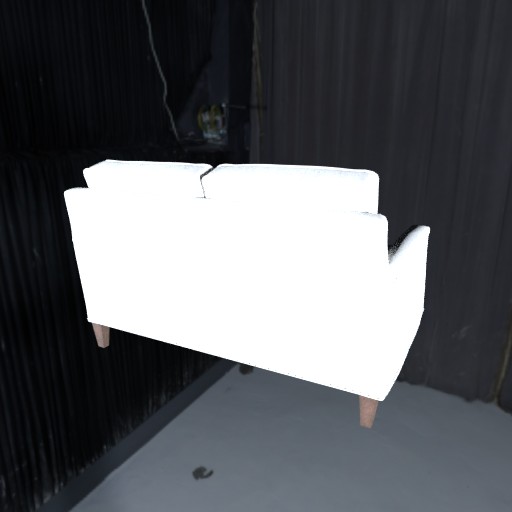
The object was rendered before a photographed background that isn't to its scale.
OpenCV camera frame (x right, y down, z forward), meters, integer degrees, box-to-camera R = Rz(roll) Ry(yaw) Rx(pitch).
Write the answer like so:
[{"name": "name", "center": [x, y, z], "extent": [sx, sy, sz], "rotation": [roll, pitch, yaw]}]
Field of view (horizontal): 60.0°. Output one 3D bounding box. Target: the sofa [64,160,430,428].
[{"name": "sofa", "center": [0.000, 0.000, 2.305], "extent": [1.597, 1.003, 1.084], "rotation": [8, 18, 26]}]
